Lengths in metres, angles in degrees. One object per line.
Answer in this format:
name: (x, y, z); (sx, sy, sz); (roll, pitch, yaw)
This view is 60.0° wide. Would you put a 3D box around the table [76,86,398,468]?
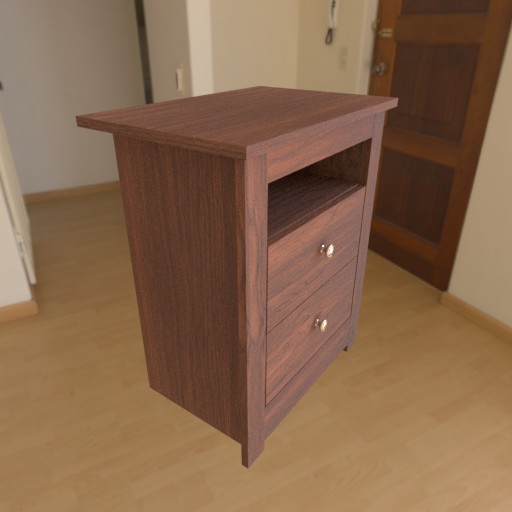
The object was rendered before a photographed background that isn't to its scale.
table: (0.000, 0.000, 1.097); (0.406, 0.711, 0.589); (19, 33, 32)
